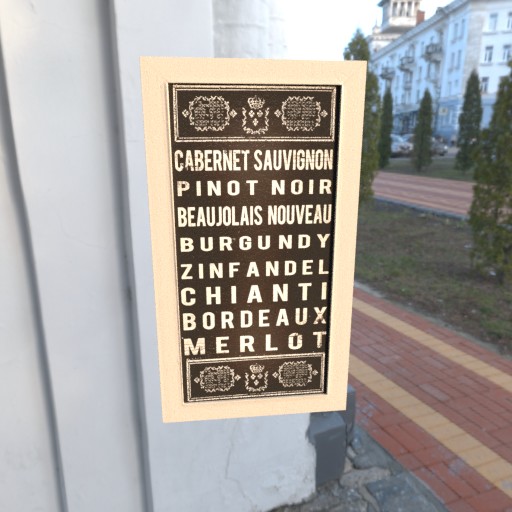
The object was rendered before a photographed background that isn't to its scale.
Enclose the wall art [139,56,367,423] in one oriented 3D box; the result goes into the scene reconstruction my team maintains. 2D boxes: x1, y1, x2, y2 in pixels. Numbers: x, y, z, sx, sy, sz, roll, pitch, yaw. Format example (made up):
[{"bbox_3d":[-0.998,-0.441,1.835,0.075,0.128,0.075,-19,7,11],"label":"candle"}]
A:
[{"bbox_3d":[0.000,0.000,0.832,0.380,0.683,0.013,-2,15,-6],"label":"wall art"}]
